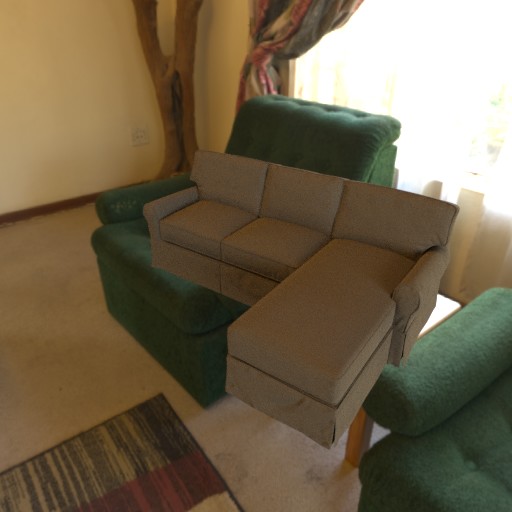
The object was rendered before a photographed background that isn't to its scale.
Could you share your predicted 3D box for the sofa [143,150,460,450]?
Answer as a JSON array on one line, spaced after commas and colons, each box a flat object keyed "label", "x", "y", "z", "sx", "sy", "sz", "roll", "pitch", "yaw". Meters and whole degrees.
[{"label": "sofa", "x": 0.000, "y": 0.000, "z": 3.373, "sx": 2.475, "sy": 0.978, "sz": 1.733, "roll": 19, "pitch": 34, "yaw": 30}]
